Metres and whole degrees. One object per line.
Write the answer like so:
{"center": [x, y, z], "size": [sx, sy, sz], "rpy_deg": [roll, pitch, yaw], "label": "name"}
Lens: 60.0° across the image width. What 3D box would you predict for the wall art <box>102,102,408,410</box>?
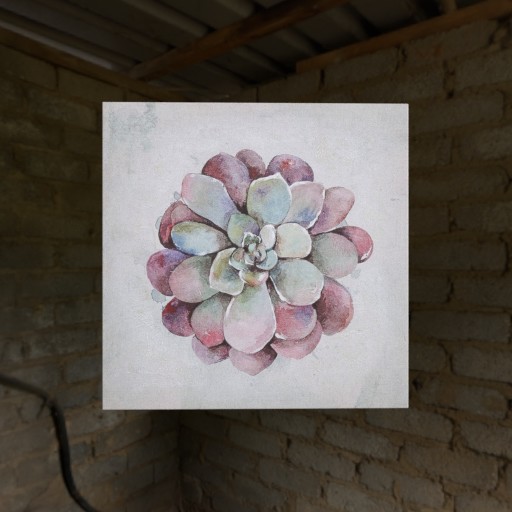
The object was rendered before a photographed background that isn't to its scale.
{"center": [0.000, 0.000, 1.122], "size": [0.762, 0.762, 0.041], "rpy_deg": [0, 0, -1], "label": "wall art"}
